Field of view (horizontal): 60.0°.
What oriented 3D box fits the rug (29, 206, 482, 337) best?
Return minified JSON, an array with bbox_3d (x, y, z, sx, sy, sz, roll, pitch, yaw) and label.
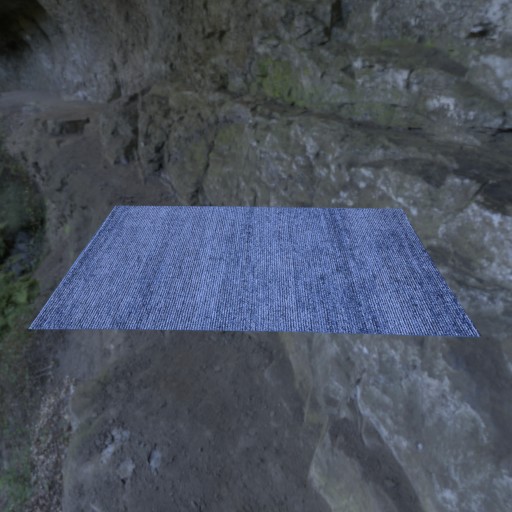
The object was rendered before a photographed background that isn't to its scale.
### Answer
[{"bbox_3d":[0.000,0.000,2.180,1.740,0.010,1.135,1,31,1],"label":"rug"}]
